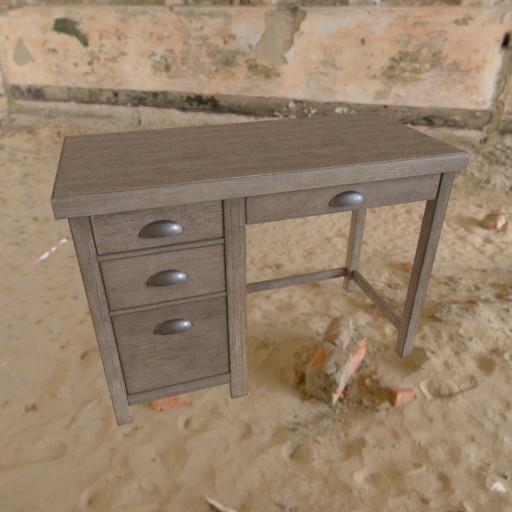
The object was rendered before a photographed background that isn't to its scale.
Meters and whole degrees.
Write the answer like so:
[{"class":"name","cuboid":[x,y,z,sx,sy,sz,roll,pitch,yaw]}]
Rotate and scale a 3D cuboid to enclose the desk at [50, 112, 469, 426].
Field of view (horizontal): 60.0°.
[{"class":"desk","cuboid":[0.000,0.000,1.778,1.289,0.912,0.610,-9,32,-15]}]
